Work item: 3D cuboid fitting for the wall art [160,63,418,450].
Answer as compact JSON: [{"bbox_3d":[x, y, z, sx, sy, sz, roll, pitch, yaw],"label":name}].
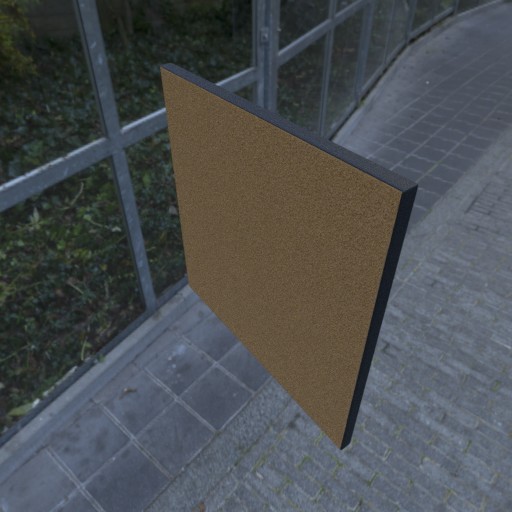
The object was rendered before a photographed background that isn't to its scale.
[{"bbox_3d":[0.000,0.000,0.672,0.022,0.453,0.456,-25,46,-28],"label":"wall art"}]
